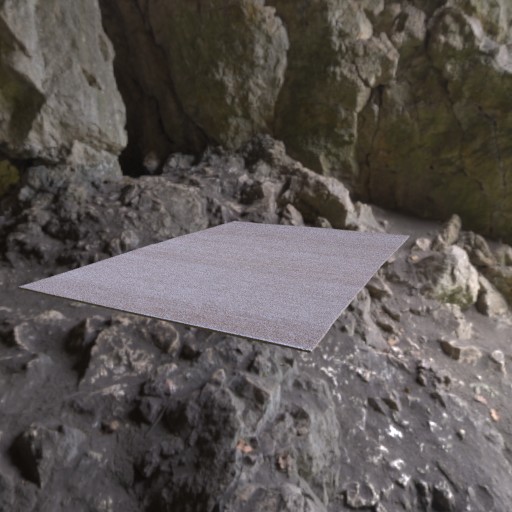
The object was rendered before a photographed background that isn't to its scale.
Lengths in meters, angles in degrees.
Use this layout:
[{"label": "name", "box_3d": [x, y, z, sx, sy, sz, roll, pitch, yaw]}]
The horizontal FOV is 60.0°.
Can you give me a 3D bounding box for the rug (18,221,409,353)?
[{"label": "rug", "box_3d": [0.000, 0.000, 2.903, 1.596, 0.030, 2.283, 7, 16, 26]}]
